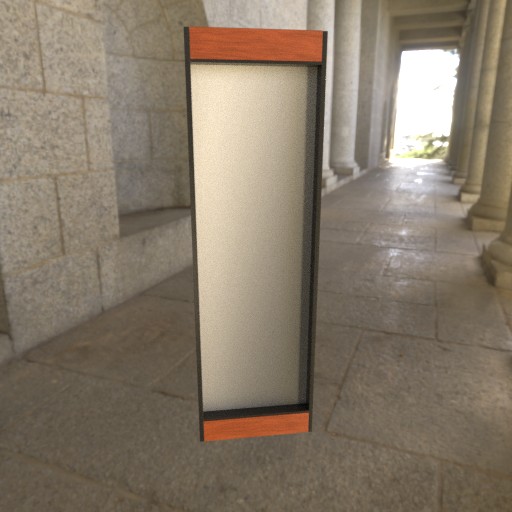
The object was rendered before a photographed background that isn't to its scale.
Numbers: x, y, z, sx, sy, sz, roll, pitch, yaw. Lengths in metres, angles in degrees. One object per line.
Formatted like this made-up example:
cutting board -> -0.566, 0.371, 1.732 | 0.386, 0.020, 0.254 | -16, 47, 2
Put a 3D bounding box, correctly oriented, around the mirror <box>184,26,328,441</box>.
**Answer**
mirror -> 0.000, 0.000, 1.214 | 0.343, 1.123, 0.047 | -2, 16, -8
